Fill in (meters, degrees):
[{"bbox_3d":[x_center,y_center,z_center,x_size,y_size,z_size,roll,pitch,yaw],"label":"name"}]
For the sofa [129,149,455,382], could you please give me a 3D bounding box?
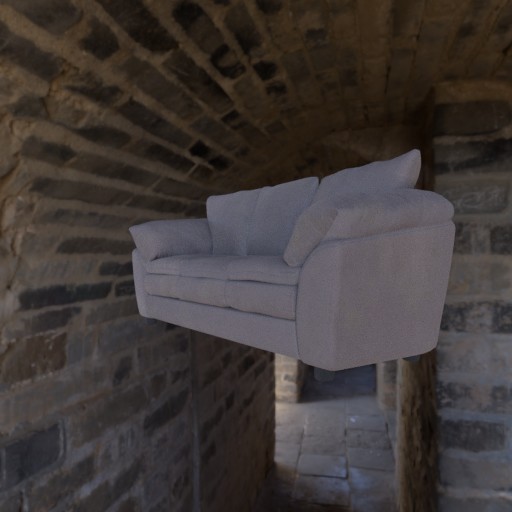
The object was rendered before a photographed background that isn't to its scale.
[{"bbox_3d":[0.000,0.000,2.881,0.878,1.073,2.336,0,0,-36],"label":"sofa"}]
